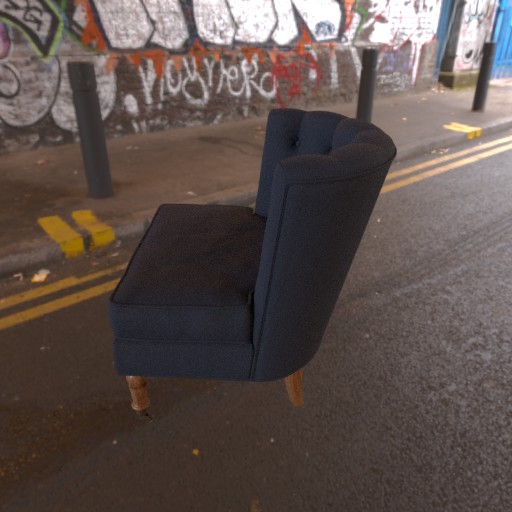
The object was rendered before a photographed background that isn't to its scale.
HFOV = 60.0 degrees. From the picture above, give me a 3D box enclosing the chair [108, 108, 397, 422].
[{"bbox_3d":[0.000,0.000,1.343,0.718,0.771,0.740,0,27,0],"label":"chair"}]
